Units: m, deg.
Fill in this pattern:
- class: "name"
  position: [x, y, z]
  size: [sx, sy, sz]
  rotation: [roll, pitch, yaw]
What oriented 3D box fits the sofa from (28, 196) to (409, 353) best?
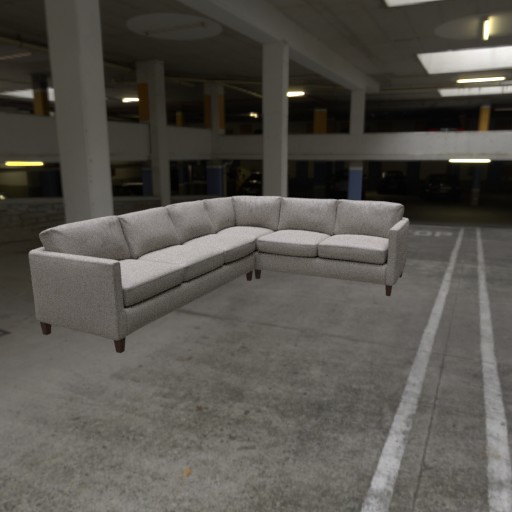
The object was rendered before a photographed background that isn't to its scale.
- class: "sofa"
  position: [0.000, 0.000, 4.504]
  size: [2.593, 0.947, 3.302]
  rotation: [6, 14, 25]
